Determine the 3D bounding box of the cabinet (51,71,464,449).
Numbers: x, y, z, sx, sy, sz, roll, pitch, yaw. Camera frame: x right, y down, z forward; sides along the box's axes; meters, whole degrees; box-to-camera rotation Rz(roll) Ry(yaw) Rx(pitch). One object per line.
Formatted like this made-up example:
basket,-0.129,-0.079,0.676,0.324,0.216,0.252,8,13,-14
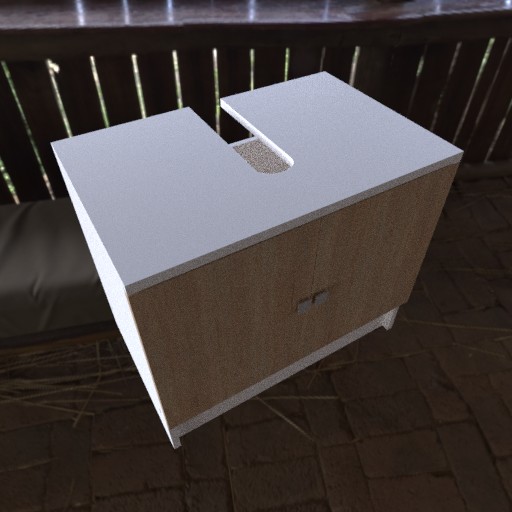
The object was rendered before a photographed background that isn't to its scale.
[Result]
cabinet,0.000,0.000,0.947,0.600,0.522,0.400,-23,49,-21
